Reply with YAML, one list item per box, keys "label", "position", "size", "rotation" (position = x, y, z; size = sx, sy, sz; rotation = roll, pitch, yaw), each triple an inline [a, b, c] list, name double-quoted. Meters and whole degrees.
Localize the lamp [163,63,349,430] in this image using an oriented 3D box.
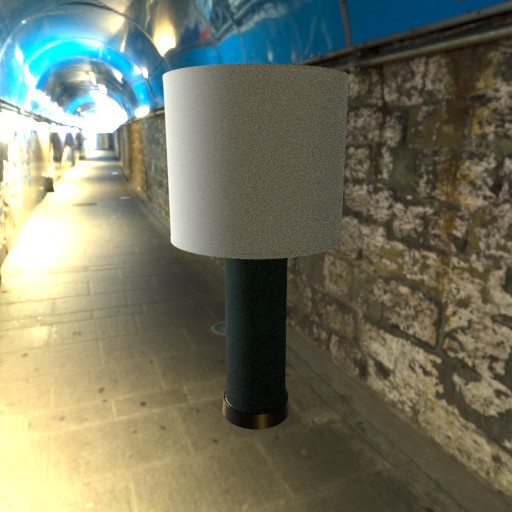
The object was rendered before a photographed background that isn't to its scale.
- label: "lamp"
  position: [0.000, 0.000, 0.804]
  size: [0.301, 0.630, 0.301]
  rotation: [-2, 15, -9]
